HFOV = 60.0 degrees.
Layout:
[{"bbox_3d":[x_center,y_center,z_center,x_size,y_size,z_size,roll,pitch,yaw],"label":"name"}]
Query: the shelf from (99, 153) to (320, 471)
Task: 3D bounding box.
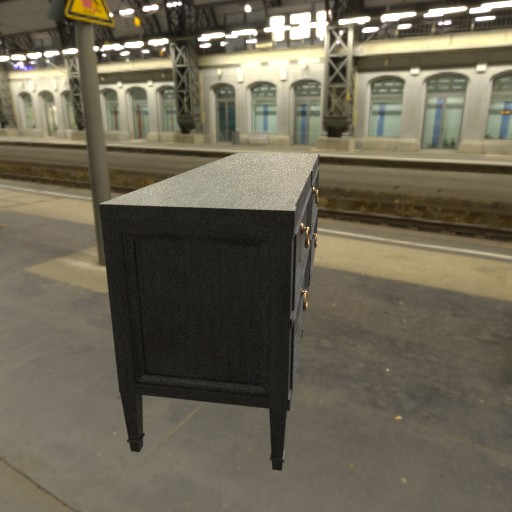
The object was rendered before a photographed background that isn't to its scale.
[{"bbox_3d":[0.000,0.000,1.852,0.479,0.719,1.575,3,18,9],"label":"shelf"}]
